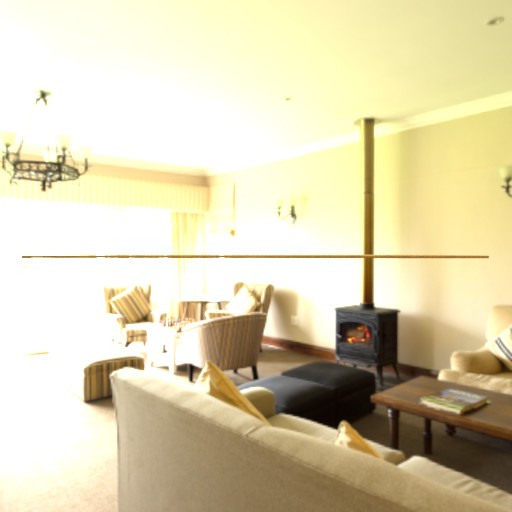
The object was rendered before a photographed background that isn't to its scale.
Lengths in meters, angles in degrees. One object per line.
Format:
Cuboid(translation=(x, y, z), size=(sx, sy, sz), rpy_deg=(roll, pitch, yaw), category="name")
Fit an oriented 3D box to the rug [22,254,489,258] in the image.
Cuboid(translation=(0.000, 0.000, 3.066), size=(2.438, 0.014, 1.524), rpy_deg=(0, 0, 1), category="rug")
